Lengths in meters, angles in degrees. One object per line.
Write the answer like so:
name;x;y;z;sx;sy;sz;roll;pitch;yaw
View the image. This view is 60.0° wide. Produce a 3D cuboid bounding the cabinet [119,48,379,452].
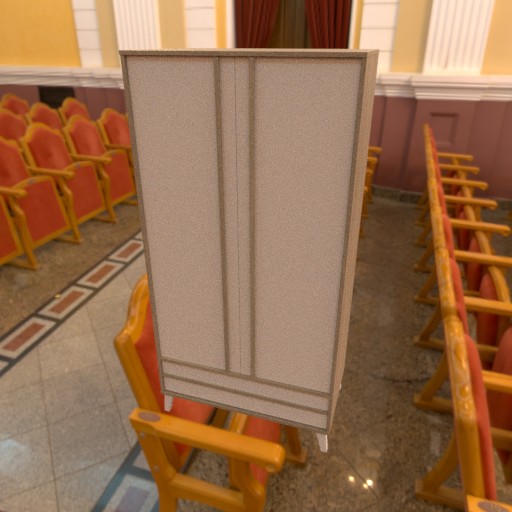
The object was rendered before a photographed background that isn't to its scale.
cabinet;0.000;0.000;2.369;1.006;1.999;0.571;8;27;16
